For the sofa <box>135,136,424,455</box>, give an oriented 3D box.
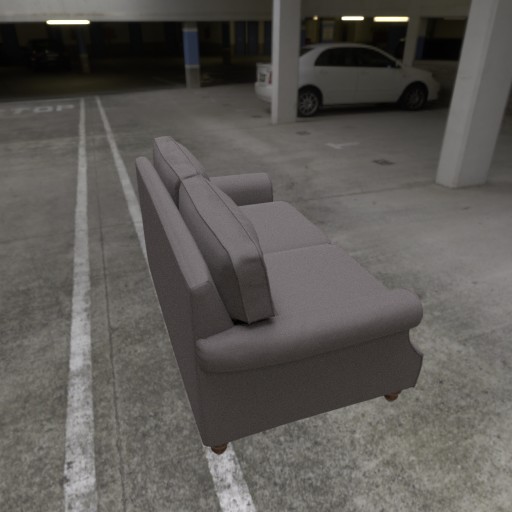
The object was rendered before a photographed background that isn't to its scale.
[{"bbox_3d":[0.000,0.000,2.232,0.964,0.937,1.665,-10,30,-17],"label":"sofa"}]
